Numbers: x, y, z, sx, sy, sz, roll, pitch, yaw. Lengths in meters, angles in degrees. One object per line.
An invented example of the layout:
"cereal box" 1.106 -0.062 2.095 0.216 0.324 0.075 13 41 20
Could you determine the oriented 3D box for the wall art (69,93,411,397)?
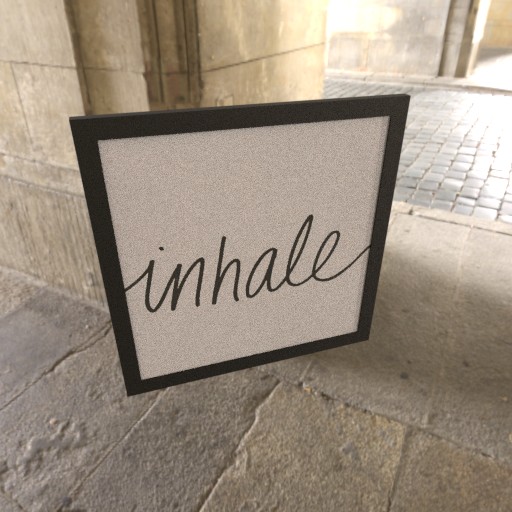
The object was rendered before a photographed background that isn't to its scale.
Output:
"wall art" 0.000 0.000 0.539 0.356 0.356 0.013 -9 32 -15
